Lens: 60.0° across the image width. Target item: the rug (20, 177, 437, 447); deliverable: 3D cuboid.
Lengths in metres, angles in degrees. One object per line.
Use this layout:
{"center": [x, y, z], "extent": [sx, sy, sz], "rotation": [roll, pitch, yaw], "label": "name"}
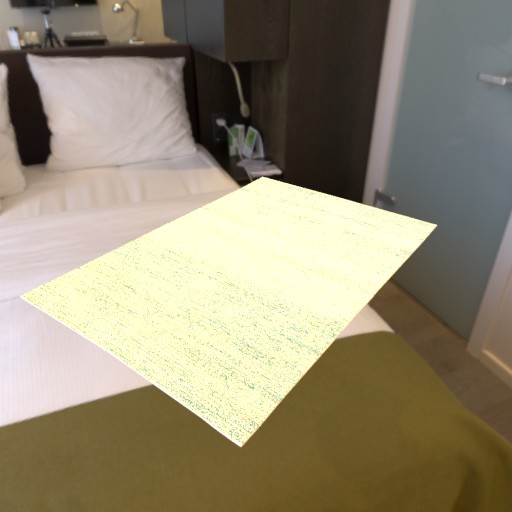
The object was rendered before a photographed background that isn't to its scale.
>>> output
{"center": [0.000, 0.000, 2.867], "extent": [1.593, 0.029, 2.305], "rotation": [22, 37, 31], "label": "rug"}
